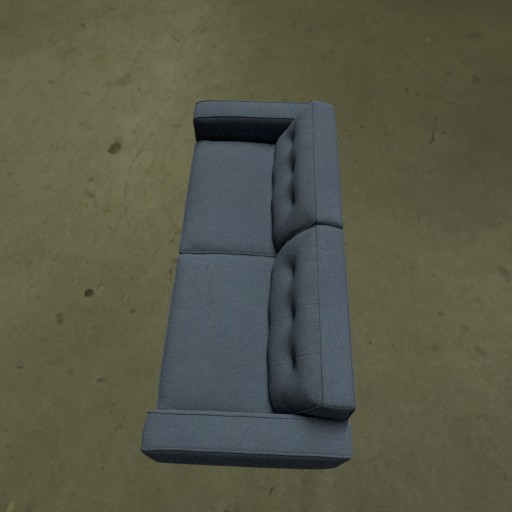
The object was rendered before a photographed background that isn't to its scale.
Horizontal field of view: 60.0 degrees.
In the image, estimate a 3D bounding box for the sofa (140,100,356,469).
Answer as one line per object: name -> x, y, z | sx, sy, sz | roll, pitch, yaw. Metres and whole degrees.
sofa -> 0.000, 0.000, 2.645 | 0.953, 0.782, 2.270 | 2, 60, 1
